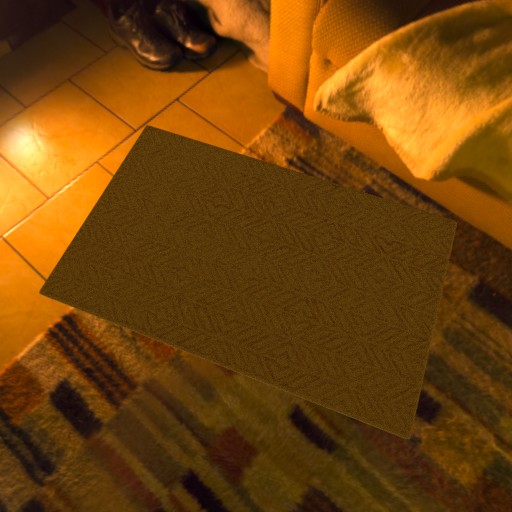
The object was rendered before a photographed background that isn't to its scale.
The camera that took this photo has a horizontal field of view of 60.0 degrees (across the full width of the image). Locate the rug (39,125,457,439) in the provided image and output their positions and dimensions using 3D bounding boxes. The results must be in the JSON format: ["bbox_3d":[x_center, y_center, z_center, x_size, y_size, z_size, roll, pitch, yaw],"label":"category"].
[{"bbox_3d":[0.000,0.000,2.988,2.438,0.008,1.523,19,66,9],"label":"rug"}]
